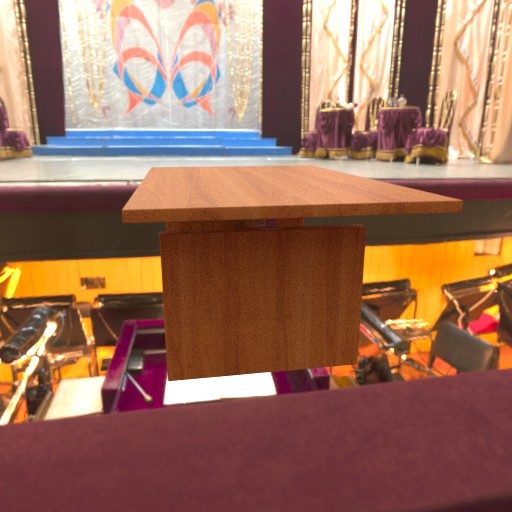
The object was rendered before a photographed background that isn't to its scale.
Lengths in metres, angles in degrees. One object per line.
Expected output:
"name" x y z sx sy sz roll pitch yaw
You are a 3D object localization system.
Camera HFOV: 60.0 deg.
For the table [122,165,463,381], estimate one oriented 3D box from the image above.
"table" 0.000 0.000 1.470 0.700 0.510 1.100 -3 16 -10
